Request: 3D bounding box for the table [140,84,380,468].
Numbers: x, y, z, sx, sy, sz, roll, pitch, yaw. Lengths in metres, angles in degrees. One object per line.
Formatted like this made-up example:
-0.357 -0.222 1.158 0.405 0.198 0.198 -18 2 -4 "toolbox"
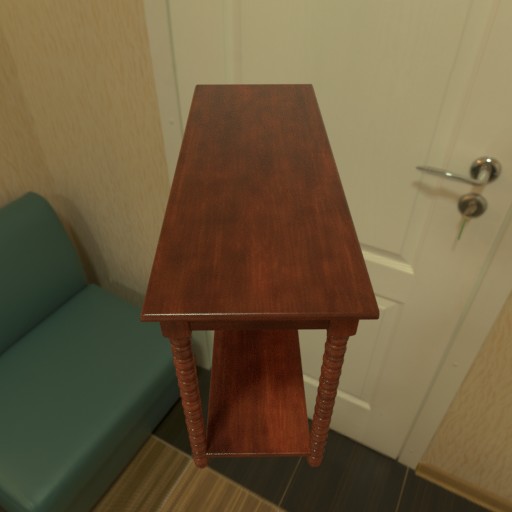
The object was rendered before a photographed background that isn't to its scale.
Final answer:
0.000 0.000 1.508 0.459 0.740 1.184 0 41 -1 "table"
